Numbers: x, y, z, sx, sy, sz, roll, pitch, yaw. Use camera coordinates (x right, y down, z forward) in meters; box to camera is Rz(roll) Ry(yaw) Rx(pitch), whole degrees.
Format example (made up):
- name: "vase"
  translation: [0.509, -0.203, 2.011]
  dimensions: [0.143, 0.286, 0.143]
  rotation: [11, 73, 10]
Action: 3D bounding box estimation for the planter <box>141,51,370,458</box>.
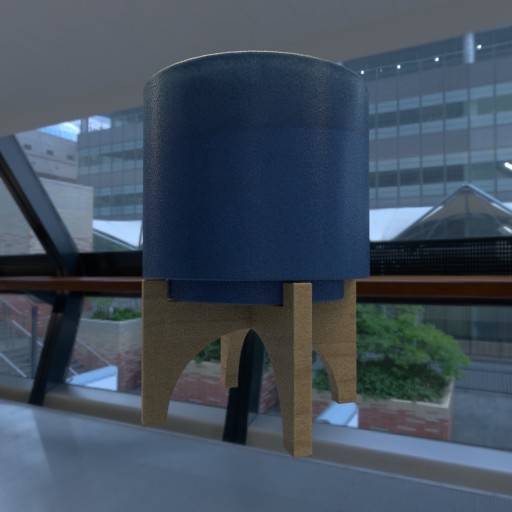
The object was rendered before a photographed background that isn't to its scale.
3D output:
- name: "planter"
  translation: [0.000, 0.000, 0.526]
  dimensions: [0.261, 0.367, 0.261]
  rotation: [0, -1, 0]
